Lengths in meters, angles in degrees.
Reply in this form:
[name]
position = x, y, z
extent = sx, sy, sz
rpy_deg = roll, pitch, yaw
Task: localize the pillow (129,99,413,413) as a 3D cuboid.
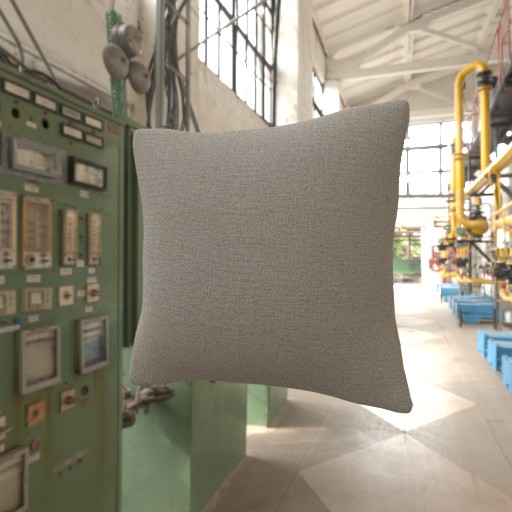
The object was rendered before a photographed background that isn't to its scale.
[pillow]
position = 0.000, 0.000, 0.656
extent = 0.437, 0.419, 0.136
rpy_deg = 0, -1, 19
